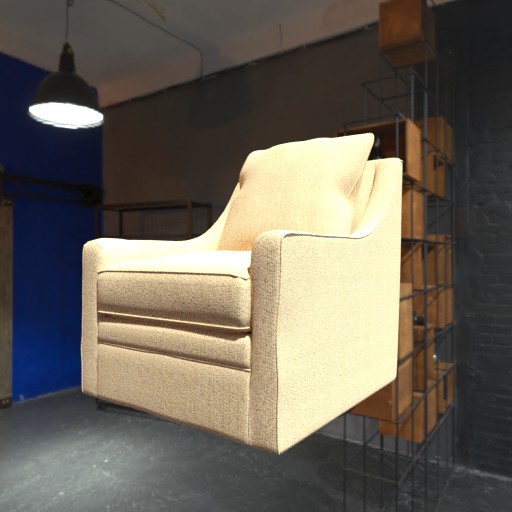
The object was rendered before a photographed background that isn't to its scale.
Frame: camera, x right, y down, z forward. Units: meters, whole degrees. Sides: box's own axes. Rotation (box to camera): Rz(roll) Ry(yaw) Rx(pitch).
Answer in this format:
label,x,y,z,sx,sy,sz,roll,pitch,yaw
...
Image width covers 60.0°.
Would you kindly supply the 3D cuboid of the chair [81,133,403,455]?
label,x,y,z,sx,sy,sz,roll,pitch,yaw
chair,0.000,0.000,1.526,0.760,0.927,0.876,0,0,36
